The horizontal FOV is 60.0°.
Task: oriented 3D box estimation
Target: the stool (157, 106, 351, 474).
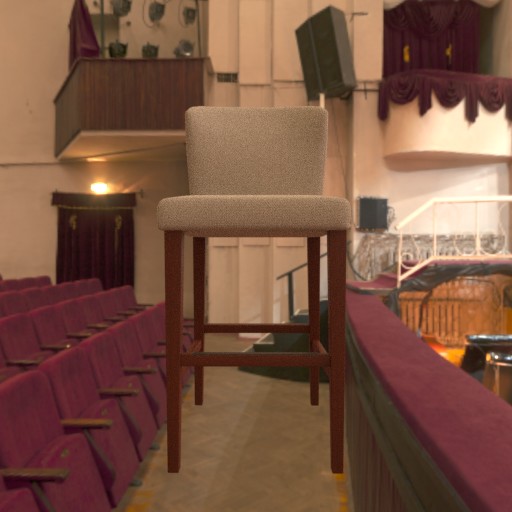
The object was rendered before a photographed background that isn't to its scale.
[{"bbox_3d":[0.000,0.000,1.345,0.481,1.069,0.568,0,0,0],"label":"stool"}]
